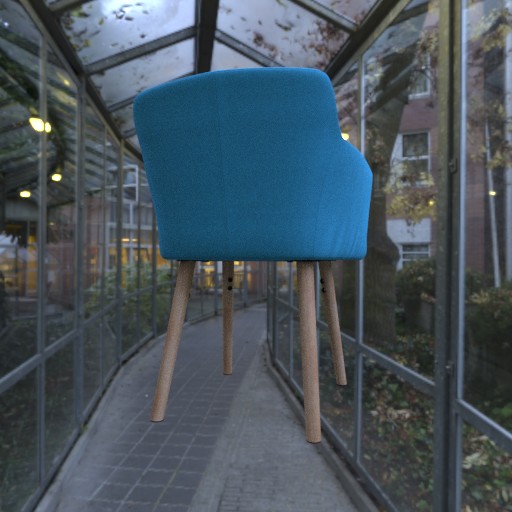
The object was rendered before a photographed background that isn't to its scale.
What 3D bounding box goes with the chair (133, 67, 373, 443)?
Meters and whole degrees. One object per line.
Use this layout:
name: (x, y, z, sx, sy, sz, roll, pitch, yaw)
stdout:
chair: (0.000, 0.000, 1.170, 0.570, 0.780, 0.540, 0, 0, 19)
